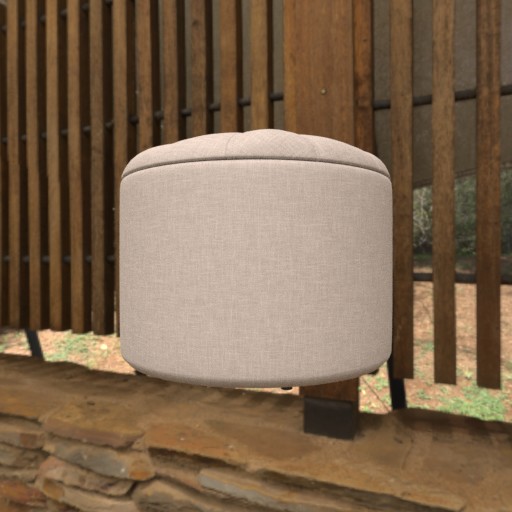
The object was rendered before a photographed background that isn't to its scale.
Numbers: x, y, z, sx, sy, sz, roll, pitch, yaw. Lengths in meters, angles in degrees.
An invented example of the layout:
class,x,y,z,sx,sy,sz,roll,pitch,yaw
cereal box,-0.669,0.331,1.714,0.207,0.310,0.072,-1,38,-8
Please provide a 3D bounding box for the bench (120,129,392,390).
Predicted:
class,x,y,z,sx,sy,sz,roll,pitch,yaw
bench,0.000,0.000,1.020,0.600,0.453,0.600,0,0,0
